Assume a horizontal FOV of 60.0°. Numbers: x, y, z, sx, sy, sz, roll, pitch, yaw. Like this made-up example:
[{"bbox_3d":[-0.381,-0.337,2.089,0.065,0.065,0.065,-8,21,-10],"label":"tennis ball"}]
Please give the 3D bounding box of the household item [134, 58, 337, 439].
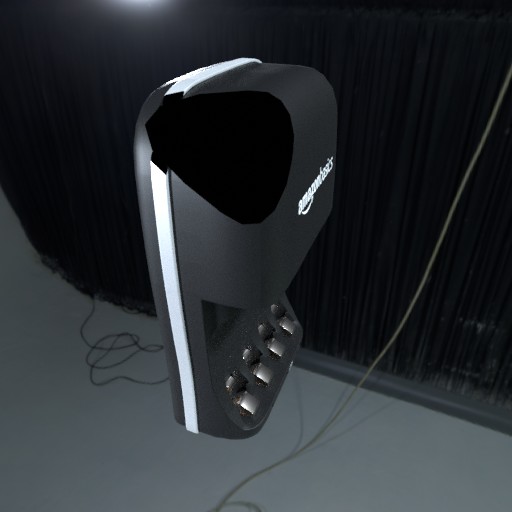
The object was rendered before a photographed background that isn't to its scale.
[{"bbox_3d":[0.000,0.000,0.145,0.038,0.114,0.070,12,34,18],"label":"household item"}]
